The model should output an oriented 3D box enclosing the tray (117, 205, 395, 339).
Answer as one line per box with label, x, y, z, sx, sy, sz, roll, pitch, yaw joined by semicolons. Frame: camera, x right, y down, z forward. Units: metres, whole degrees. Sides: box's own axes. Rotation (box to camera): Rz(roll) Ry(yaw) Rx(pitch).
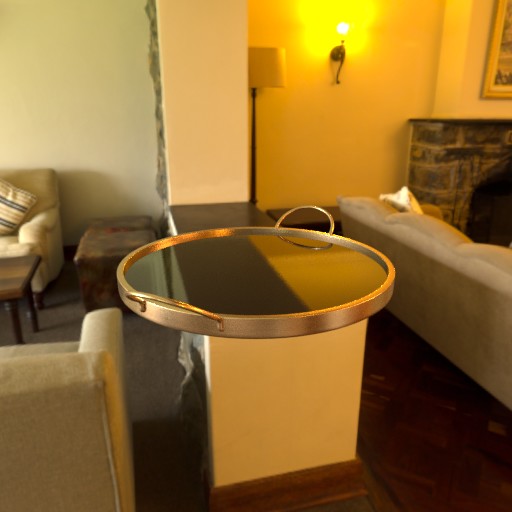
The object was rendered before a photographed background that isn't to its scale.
tray;0.000;0.000;0.726;0.438;0.069;0.543;9;20;25
